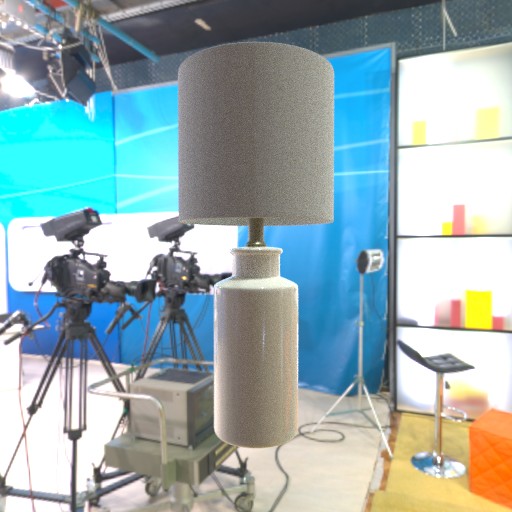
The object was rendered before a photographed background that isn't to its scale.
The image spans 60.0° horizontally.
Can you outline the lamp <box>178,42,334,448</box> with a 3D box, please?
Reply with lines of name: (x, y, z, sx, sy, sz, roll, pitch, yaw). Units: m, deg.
lamp: (0.000, 0.000, 0.616, 0.212, 0.493, 0.212, 0, 1, -17)
